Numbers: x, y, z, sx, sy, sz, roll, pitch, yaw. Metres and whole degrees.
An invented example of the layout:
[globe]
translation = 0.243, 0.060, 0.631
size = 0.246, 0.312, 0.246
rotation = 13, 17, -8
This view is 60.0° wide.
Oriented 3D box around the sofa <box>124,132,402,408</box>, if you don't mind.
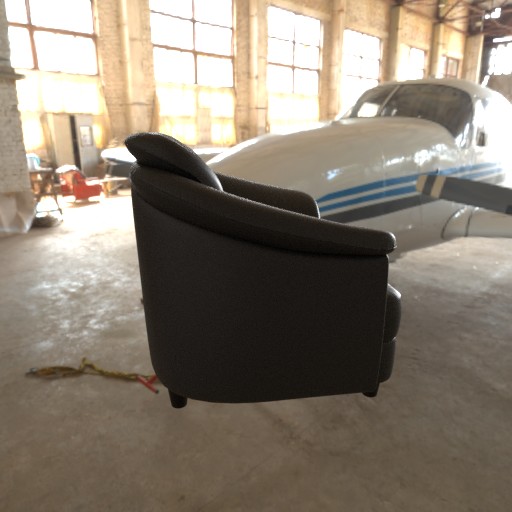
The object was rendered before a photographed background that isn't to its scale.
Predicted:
[sofa]
translation = 0.000, 0.000, 1.512
size = 0.794, 0.811, 0.870
rotation = -3, 16, -9
